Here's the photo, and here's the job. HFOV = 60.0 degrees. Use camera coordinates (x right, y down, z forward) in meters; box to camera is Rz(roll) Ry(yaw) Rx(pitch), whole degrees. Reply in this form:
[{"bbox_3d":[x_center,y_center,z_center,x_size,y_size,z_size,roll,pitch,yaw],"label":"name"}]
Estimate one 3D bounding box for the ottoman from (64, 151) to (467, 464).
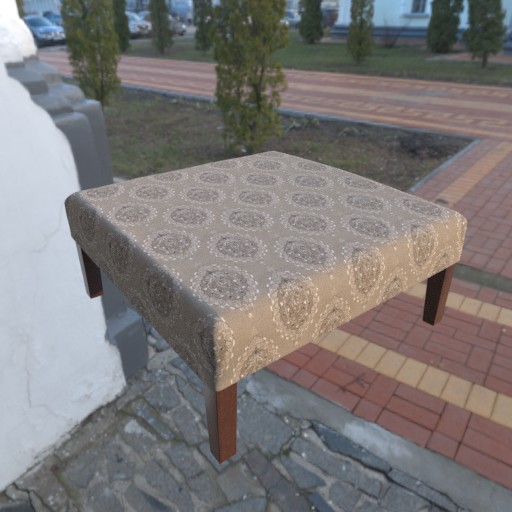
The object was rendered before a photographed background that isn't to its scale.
[{"bbox_3d":[0.000,0.000,1.427,0.889,0.411,0.890,-20,35,-32],"label":"ottoman"}]
